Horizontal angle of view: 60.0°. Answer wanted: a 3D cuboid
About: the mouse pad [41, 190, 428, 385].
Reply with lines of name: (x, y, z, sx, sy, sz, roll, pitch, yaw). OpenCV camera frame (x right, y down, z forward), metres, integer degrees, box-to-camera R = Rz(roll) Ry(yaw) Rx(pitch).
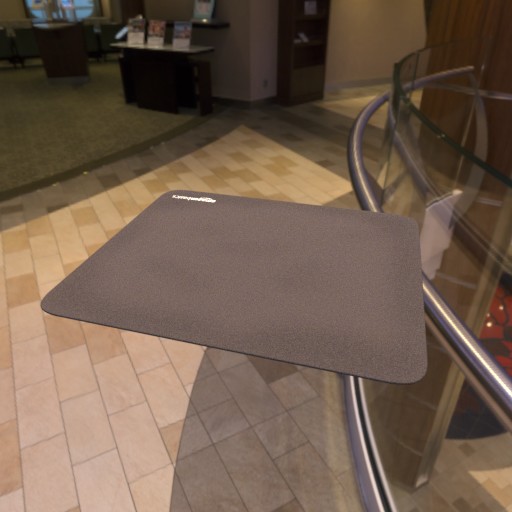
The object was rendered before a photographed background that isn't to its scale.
mouse pad: (0.000, 0.000, 0.440, 0.315, 0.002, 0.269, 8, 32, 14)
